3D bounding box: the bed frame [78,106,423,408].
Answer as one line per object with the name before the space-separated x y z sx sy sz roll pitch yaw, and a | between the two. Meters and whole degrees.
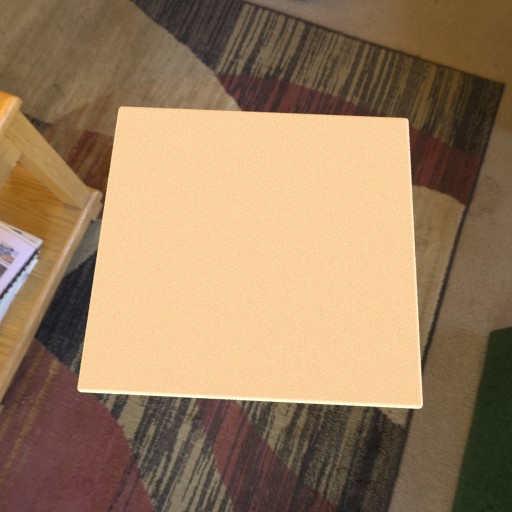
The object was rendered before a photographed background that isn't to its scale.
bed frame | 0.000 0.000 3.197 2.079 0.659 1.963 3 75 1
